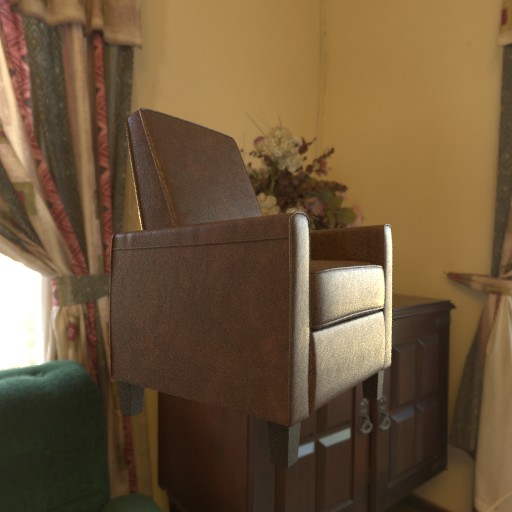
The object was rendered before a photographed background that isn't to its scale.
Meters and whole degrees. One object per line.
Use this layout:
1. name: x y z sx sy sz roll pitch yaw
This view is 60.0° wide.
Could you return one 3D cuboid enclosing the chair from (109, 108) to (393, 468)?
1. chair: 0.000 0.000 1.511 0.746 1.013 0.705 0 1 36
